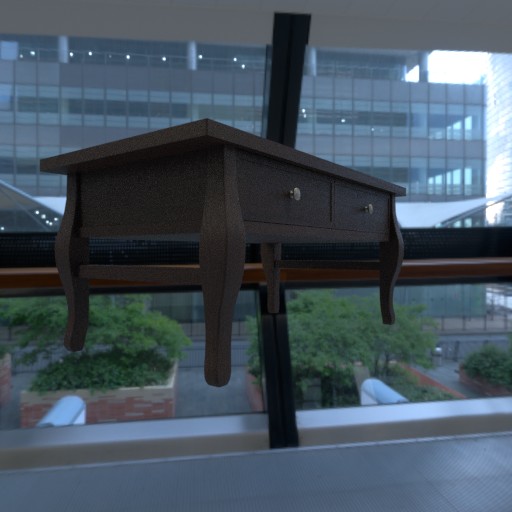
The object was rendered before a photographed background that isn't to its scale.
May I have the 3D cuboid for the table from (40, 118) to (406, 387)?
[{"bbox_3d":[0.000,0.000,1.381,0.600,0.494,1.062,0,1,37],"label":"table"}]
